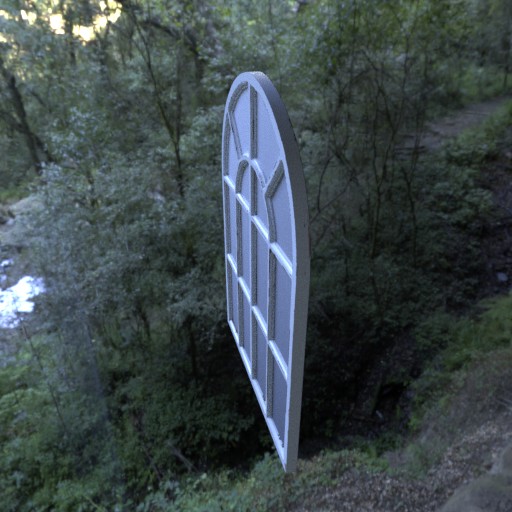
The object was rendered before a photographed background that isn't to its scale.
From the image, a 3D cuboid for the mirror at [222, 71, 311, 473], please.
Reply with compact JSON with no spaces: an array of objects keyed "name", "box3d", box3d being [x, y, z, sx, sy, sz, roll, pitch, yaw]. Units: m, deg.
[{"name":"mirror","box3d":[0.000,0.000,1.193,0.032,0.920,0.660,-8,30,-14]}]
